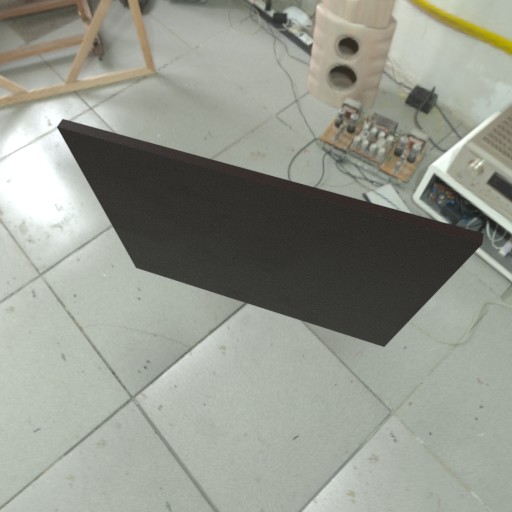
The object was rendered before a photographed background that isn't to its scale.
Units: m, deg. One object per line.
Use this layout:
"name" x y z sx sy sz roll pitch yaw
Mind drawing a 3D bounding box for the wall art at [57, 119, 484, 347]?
"wall art" 0.000 0.000 1.627 1.207 0.952 0.034 17 64 8
